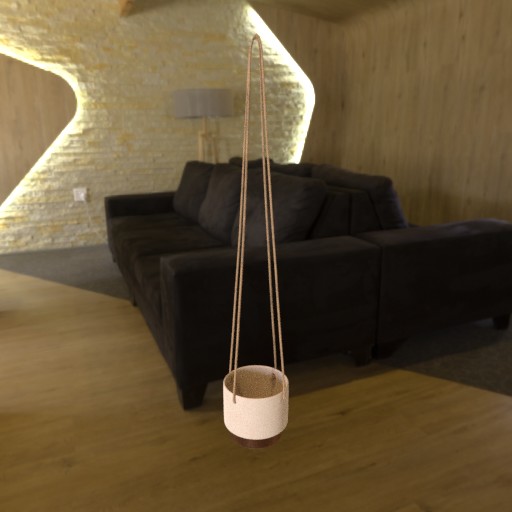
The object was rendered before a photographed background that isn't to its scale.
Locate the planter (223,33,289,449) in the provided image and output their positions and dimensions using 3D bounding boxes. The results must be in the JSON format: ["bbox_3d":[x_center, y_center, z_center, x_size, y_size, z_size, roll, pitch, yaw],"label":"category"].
[{"bbox_3d":[0.000,0.000,0.918,0.146,0.841,0.146,-2,15,-7],"label":"planter"}]
